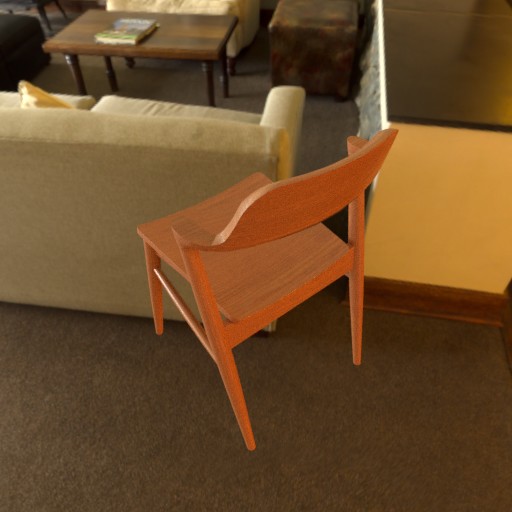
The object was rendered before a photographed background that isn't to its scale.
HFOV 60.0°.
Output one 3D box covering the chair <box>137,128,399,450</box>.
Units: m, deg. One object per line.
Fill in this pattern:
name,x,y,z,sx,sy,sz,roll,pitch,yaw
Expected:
chair,0.000,0.000,1.124,0.496,0.801,0.499,-29,51,-26
